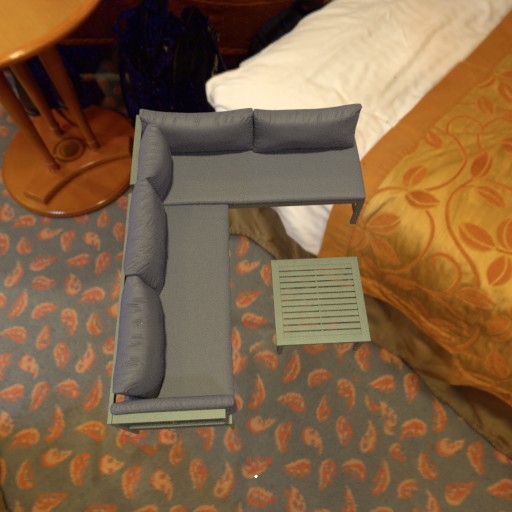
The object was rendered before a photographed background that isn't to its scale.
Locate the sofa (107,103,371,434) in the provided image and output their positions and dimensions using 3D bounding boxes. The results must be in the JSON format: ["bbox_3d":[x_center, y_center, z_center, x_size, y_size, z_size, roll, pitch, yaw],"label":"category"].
[{"bbox_3d":[0.000,0.000,3.021,1.658,0.762,2.149,-2,64,-1],"label":"sofa"}]
